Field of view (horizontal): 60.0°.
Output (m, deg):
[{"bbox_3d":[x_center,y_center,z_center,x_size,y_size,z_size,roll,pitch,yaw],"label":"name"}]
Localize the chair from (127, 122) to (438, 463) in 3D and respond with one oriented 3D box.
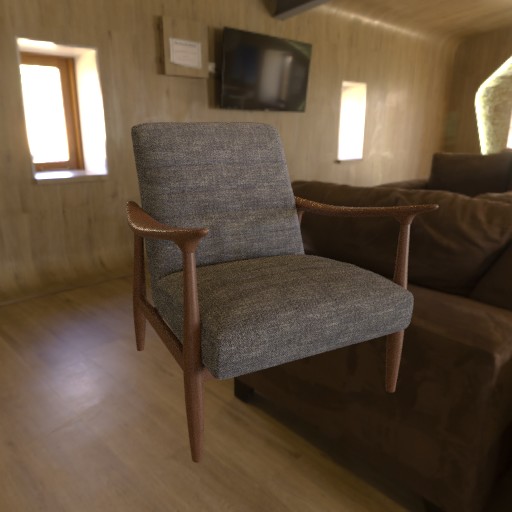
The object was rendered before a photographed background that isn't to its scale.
[{"bbox_3d":[0.000,0.000,1.407,0.741,0.832,0.798,-8,17,-27],"label":"chair"}]
